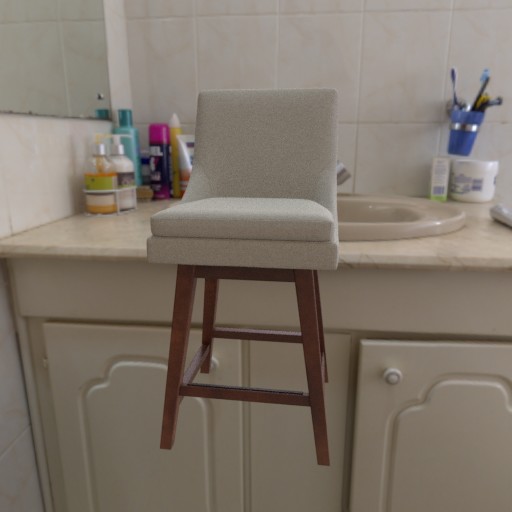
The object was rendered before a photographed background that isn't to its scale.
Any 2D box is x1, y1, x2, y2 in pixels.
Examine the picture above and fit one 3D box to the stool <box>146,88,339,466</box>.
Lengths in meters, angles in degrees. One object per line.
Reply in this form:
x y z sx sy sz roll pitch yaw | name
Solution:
0.000 0.000 1.318 0.469 0.991 0.559 2 15 8 | stool
